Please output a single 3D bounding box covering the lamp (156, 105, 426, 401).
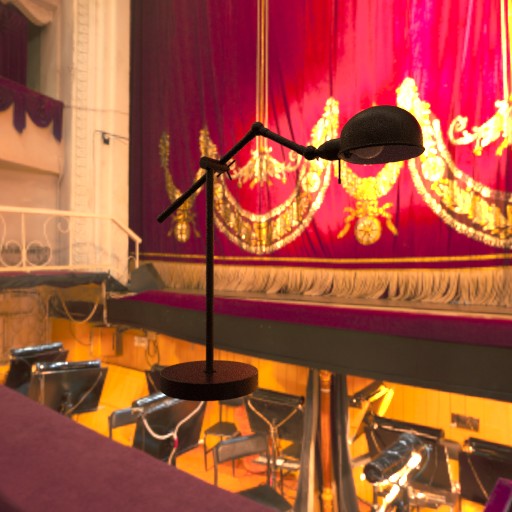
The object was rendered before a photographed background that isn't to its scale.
[{"bbox_3d":[0.000,0.000,0.785,0.567,0.495,0.185,-1,-1,36],"label":"lamp"}]
